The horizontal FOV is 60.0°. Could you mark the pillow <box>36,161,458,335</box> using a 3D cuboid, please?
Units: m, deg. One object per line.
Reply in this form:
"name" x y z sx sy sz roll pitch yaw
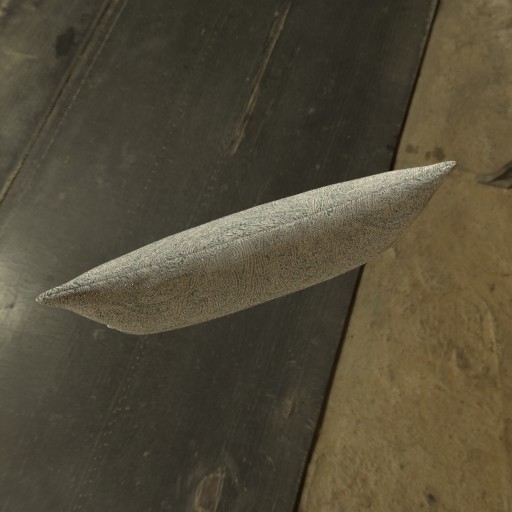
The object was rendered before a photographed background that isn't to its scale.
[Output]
"pillow" 0.000 0.000 0.750 0.615 0.295 0.151 -18 75 -5
